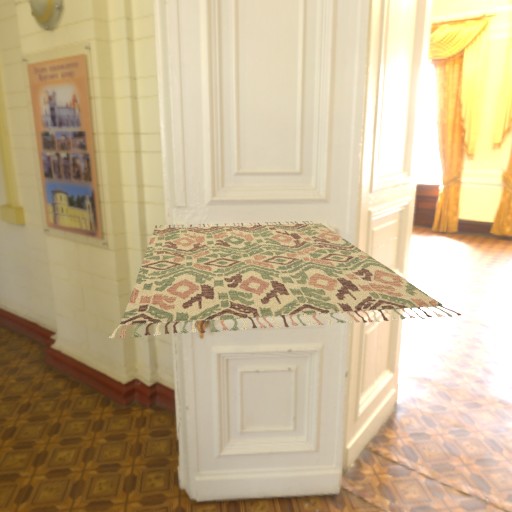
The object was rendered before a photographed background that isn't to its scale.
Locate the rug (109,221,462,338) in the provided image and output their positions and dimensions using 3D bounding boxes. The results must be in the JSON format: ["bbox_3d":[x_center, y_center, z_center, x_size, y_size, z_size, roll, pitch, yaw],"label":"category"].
[{"bbox_3d":[0.000,0.000,2.362,1.219,0.010,1.829,-2,15,-8],"label":"rug"}]
